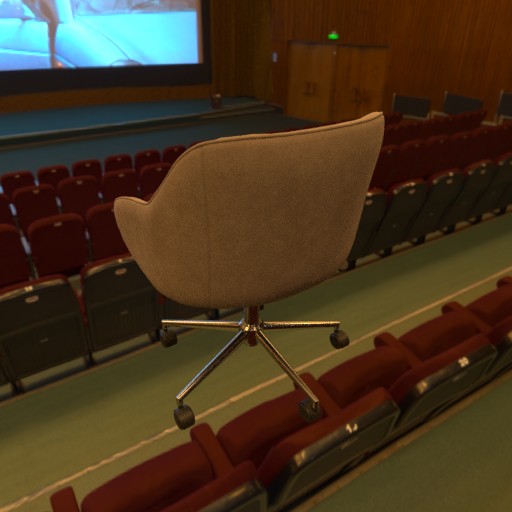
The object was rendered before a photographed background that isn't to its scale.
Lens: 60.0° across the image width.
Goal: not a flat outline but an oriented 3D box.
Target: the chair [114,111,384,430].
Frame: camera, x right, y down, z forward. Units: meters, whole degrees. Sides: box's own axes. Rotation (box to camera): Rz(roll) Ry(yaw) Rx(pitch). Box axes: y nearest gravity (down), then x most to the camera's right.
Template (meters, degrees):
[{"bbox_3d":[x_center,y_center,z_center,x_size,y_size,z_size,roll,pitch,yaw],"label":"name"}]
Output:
[{"bbox_3d":[0.000,0.000,1.244,0.635,0.831,0.573,-18,35,-28],"label":"chair"}]
